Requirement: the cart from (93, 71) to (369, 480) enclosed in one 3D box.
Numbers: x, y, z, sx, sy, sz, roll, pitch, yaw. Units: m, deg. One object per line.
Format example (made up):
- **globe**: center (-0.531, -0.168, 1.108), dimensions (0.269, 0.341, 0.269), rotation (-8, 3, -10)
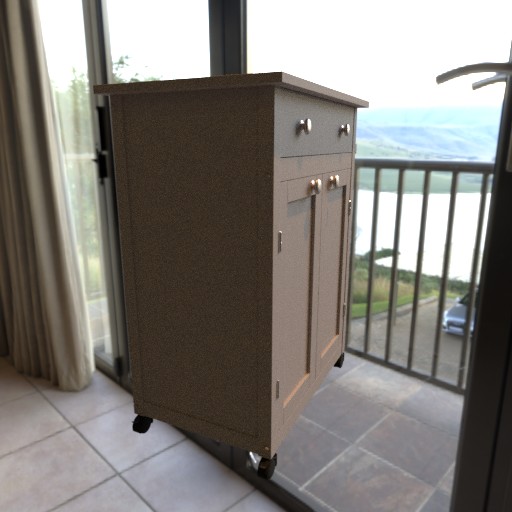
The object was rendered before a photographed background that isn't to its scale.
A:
- **cart**: center (0.000, 0.000, 1.260), dimensions (0.442, 0.864, 0.683), rotation (7, 16, 26)
